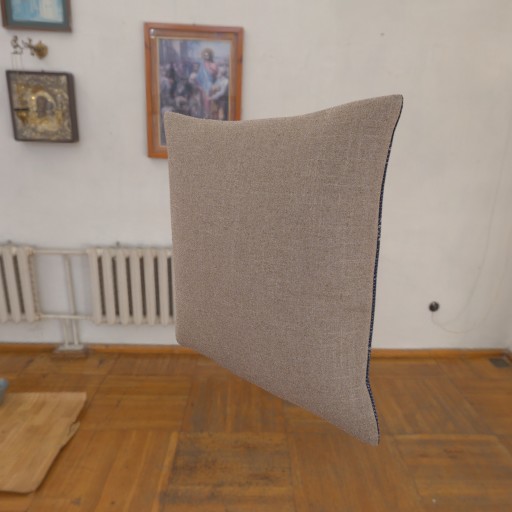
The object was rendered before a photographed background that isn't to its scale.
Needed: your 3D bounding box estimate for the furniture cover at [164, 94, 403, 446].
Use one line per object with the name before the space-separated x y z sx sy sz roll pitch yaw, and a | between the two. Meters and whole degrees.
furniture cover | 0.000 0.000 0.774 0.511 0.503 0.162 14 21 43
